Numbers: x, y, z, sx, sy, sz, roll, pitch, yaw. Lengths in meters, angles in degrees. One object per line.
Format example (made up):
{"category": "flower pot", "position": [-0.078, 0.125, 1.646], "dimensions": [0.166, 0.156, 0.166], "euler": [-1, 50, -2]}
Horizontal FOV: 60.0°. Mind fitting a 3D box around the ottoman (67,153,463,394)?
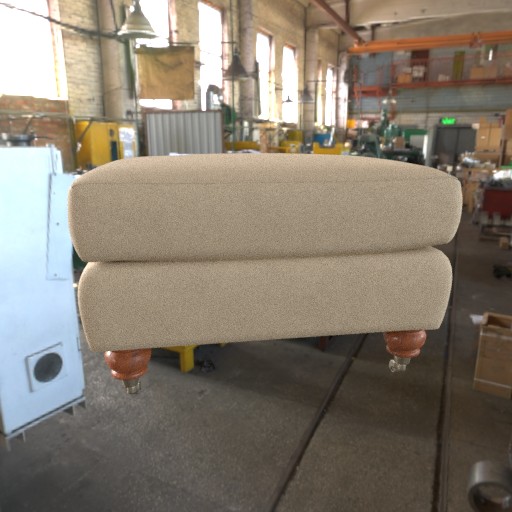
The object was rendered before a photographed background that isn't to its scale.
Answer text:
{"category": "ottoman", "position": [0.000, 0.000, 1.120], "dimensions": [0.773, 0.504, 0.569], "euler": [-2, 15, -9]}
